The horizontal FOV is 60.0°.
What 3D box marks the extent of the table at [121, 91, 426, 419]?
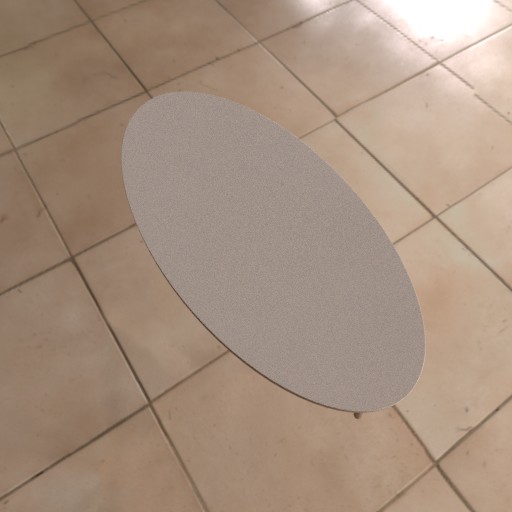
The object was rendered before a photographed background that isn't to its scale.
[{"bbox_3d":[0.000,0.000,1.311,0.542,0.390,1.083,-32,66,-16],"label":"table"}]
